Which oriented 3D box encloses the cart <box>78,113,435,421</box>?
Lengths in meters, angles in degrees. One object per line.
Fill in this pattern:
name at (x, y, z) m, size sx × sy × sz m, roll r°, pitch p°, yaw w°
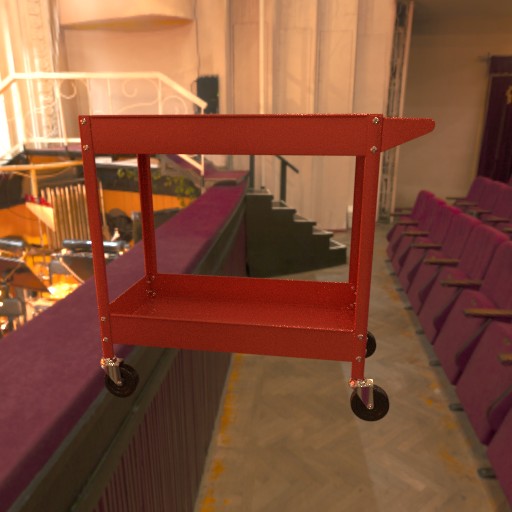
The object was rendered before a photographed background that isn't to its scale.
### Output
cart at (0.000, 0.000, 1.197) m, size 0.779 × 0.719 × 0.366 m, roll 2°, pitch 16°, yaw 9°
